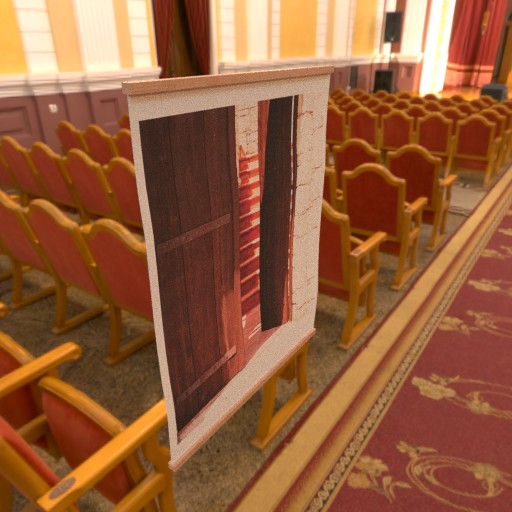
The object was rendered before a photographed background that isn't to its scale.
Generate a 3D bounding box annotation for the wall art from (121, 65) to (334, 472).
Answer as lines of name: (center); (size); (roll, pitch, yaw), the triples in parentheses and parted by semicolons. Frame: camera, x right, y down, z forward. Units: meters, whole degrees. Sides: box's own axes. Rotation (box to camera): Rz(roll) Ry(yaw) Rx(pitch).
wall art: (0.000, 0.000, 0.661); (0.013, 0.508, 0.406); (17, 31, 32)
